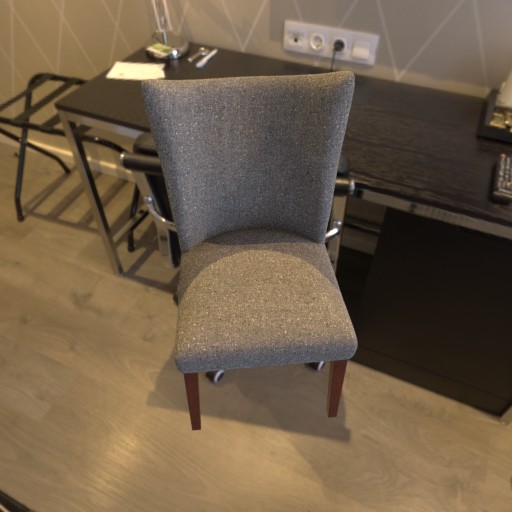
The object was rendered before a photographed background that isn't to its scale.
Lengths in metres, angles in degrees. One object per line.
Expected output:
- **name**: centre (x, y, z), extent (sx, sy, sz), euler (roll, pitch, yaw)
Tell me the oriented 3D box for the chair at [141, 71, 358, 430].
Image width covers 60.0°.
- **chair**: centre (0.000, 0.000, 1.307), extent (0.535, 0.924, 0.623), euler (-4, 46, -4)
